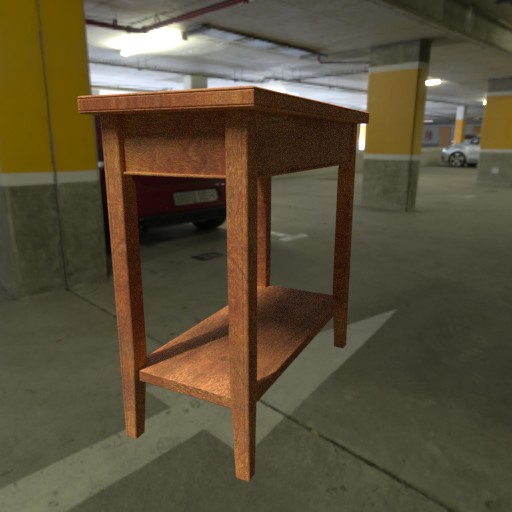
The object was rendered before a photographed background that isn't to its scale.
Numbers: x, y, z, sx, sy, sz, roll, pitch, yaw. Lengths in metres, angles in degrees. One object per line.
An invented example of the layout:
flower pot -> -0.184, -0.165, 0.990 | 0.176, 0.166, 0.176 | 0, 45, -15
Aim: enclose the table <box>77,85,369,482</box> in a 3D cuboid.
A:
table -> 0.000, 0.000, 0.950 | 0.305, 0.610, 0.610 | 7, 16, 26
